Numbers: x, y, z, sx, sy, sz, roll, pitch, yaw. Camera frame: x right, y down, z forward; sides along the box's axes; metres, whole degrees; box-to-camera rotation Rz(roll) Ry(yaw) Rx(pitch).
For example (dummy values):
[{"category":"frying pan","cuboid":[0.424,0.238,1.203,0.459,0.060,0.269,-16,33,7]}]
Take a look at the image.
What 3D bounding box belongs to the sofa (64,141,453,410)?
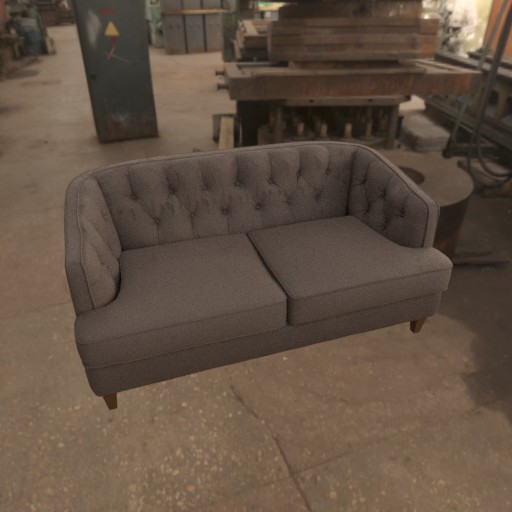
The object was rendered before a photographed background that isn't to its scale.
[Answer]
[{"category":"sofa","cuboid":[0.000,0.000,2.256,1.733,0.855,0.941,-10,32,-16]}]
